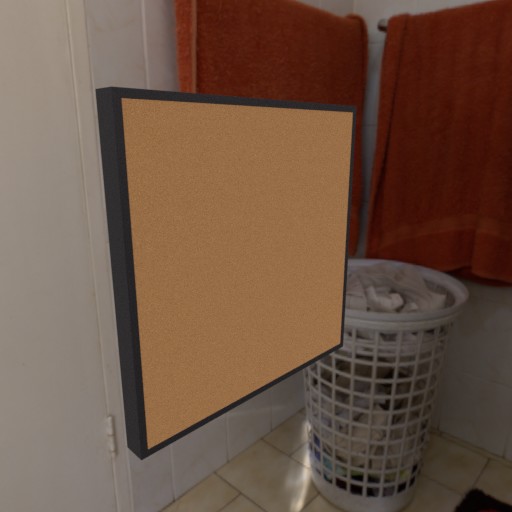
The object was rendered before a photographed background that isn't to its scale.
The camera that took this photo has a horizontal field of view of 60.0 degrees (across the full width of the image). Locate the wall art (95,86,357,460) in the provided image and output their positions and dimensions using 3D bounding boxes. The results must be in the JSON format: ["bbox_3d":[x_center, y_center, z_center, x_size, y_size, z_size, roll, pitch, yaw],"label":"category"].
[{"bbox_3d":[0.000,0.000,0.762,0.509,0.509,0.040,-15,21,-43],"label":"wall art"}]
